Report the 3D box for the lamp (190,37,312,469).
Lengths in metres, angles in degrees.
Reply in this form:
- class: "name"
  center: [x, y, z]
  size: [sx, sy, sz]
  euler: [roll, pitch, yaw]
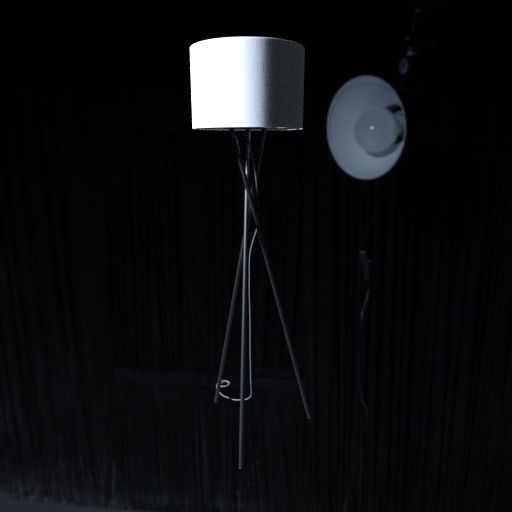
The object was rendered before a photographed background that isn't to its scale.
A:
- class: "lamp"
  center: [0.000, 0.000, 1.909]
  size: [0.522, 1.624, 0.667]
  euler: [2, 15, 8]
